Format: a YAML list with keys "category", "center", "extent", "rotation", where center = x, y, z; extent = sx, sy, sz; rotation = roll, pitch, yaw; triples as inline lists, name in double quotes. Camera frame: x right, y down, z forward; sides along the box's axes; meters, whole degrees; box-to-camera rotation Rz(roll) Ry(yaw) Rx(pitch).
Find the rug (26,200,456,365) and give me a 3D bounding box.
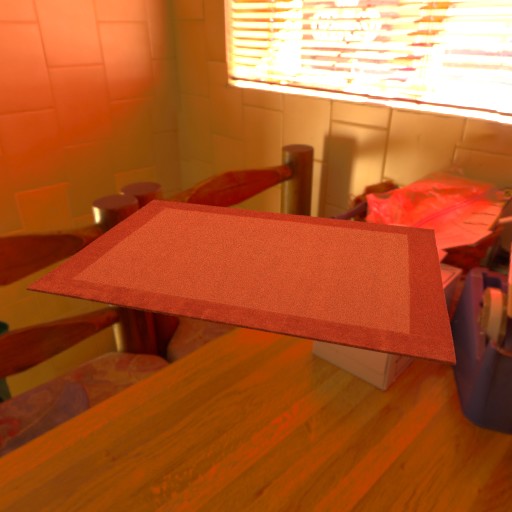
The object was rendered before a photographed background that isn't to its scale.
- category: "rug"
  center: [0.000, 0.000, 2.312]
  extent: [1.829, 0.014, 1.219]
  rotation: [8, 28, 14]
